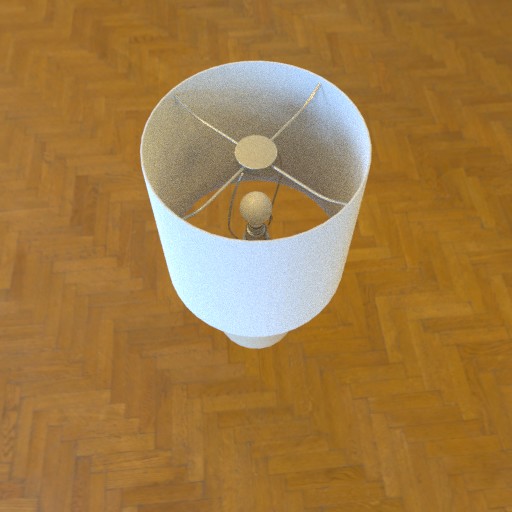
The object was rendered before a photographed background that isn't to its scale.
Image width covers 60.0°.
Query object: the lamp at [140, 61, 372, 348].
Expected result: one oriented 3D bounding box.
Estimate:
[{"bbox_3d":[0.000,0.000,0.481,0.186,0.369,0.186,0,64,0],"label":"lamp"}]
